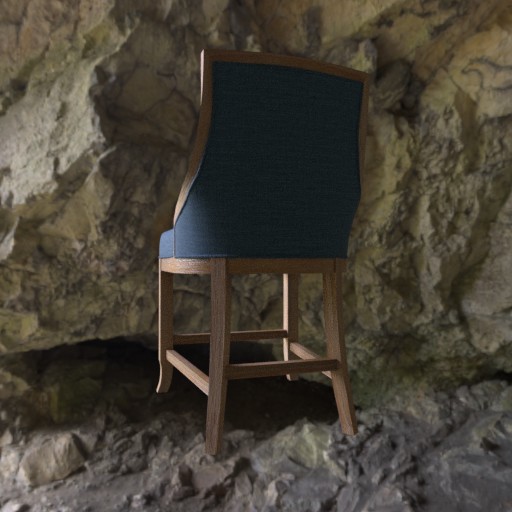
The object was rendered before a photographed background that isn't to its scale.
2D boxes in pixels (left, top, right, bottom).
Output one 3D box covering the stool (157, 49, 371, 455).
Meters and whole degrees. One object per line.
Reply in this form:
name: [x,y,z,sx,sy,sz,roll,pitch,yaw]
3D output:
stool: [0.000,0.000,1.333,0.524,0.938,0.626,0,-1,-18]
